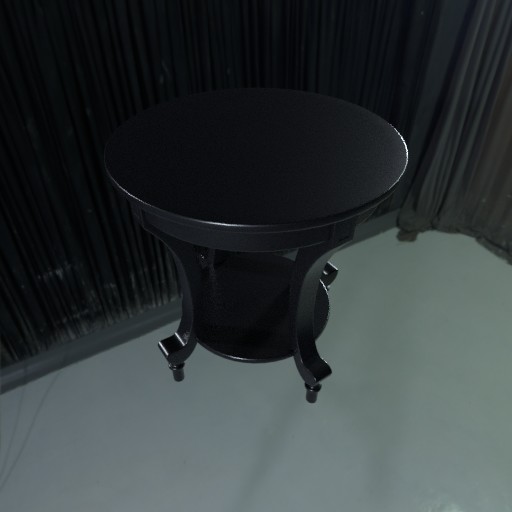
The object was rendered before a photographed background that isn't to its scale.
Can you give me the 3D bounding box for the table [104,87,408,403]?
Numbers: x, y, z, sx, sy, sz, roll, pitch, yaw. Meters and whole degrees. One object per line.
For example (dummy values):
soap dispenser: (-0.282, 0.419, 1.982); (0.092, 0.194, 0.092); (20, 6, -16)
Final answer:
table: (0.000, 0.000, 1.094); (0.597, 0.618, 0.597); (0, 40, 0)
